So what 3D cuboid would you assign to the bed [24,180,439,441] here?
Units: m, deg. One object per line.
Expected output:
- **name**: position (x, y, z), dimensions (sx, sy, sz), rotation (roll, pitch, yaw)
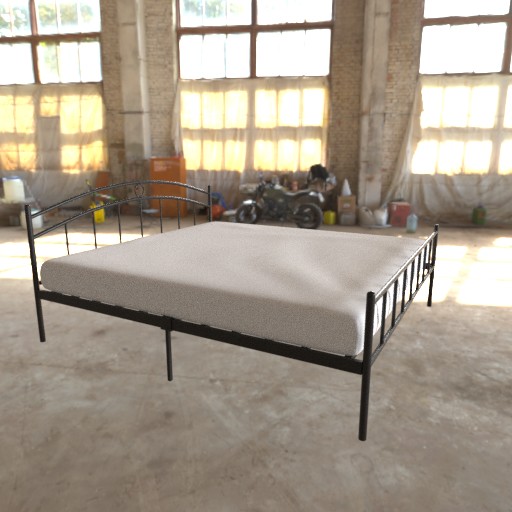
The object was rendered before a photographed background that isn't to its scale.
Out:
- **bed**: position (0.000, 0.000, 2.968), dimensions (2.040, 0.940, 1.880), rotation (7, 15, 28)
